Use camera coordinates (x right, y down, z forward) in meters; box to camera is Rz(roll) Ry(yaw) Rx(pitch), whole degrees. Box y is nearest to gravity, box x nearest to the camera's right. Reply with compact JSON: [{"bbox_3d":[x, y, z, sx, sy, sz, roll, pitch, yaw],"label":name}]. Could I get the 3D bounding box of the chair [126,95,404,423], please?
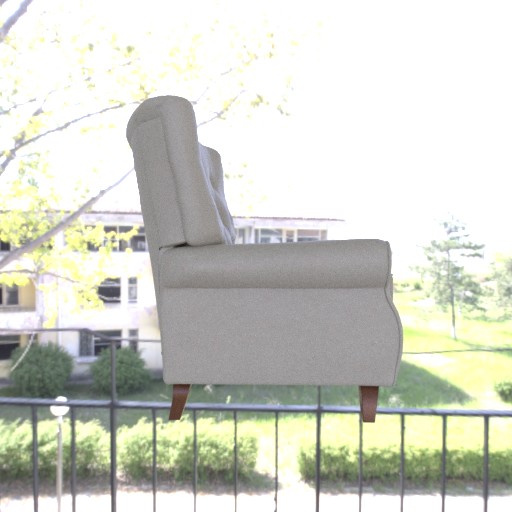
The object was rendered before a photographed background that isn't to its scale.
[{"bbox_3d":[0.000,0.000,1.905,1.059,1.158,0.943,0,2,2],"label":"chair"}]
